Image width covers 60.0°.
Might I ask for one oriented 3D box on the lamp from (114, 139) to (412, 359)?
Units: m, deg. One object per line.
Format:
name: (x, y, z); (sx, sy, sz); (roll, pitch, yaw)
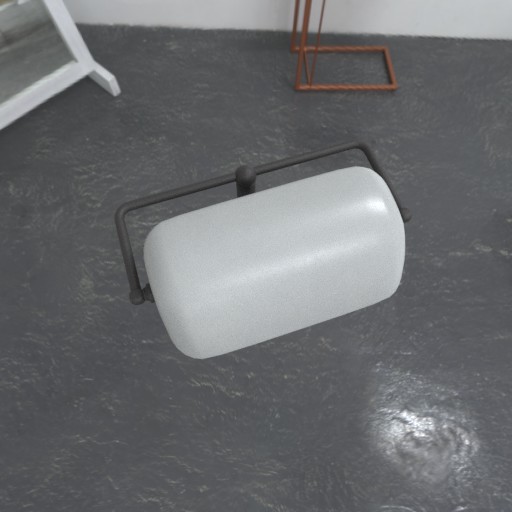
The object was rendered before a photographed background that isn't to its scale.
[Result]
lamp: (0.000, 0.000, 0.524); (0.264, 0.339, 0.243); (-17, 66, -8)
